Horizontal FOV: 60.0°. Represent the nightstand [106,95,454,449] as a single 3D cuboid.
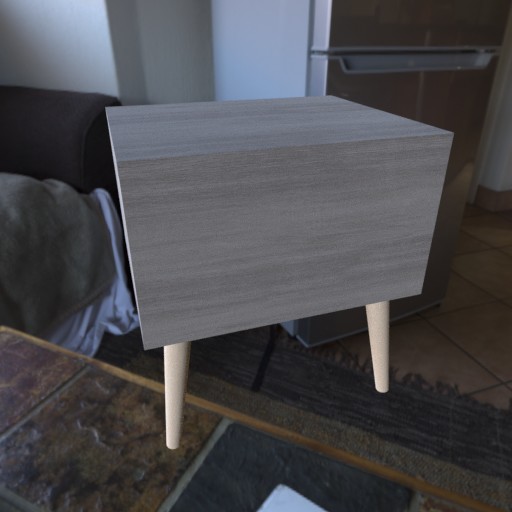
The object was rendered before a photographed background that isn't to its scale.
[{"bbox_3d":[0.000,0.000,0.825,0.450,0.500,0.380,-9,29,-16],"label":"nightstand"}]
